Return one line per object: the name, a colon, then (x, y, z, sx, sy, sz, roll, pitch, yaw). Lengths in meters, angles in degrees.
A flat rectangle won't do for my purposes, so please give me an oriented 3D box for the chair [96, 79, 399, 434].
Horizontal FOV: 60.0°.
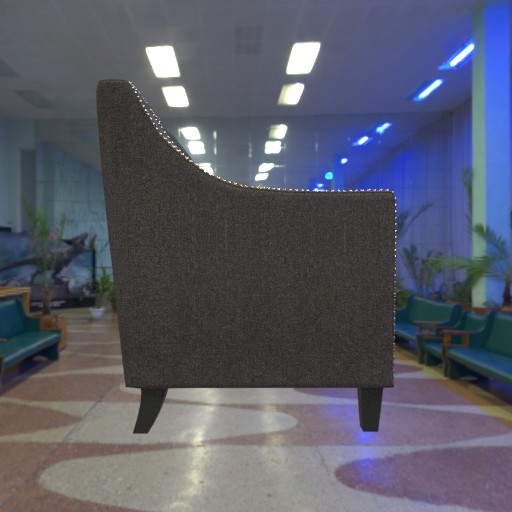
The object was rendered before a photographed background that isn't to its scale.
chair: (0.000, 0.000, 1.569, 0.884, 0.967, 0.776, 0, 0, 0)
